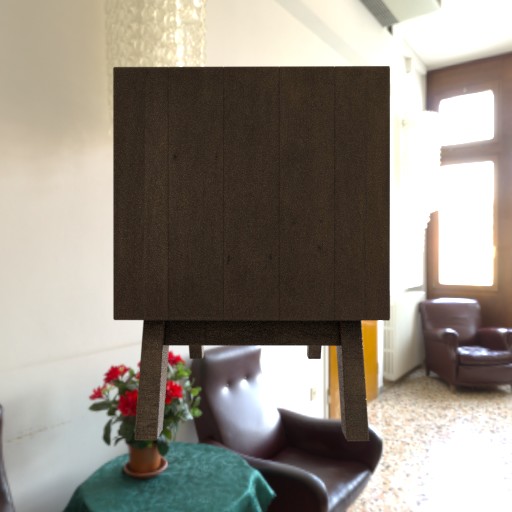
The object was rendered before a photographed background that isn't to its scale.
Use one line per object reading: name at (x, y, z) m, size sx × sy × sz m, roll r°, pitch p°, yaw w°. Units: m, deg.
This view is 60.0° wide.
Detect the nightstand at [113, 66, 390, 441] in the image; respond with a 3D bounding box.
nightstand at (0.000, 0.000, 1.023) m, size 0.450 × 0.599 × 0.650 m, roll 0°, pitch 0°, yaw 0°
